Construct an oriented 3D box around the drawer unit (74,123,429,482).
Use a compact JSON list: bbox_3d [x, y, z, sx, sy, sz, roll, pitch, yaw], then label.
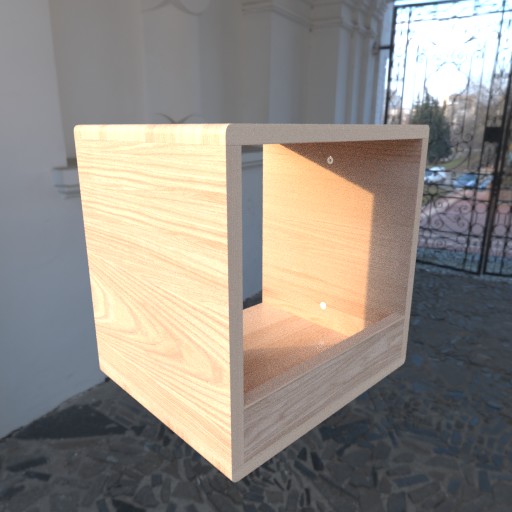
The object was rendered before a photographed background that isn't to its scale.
[{"bbox_3d":[0.000,0.000,0.606,0.344,0.344,0.290,-15,22,-42],"label":"drawer unit"}]
